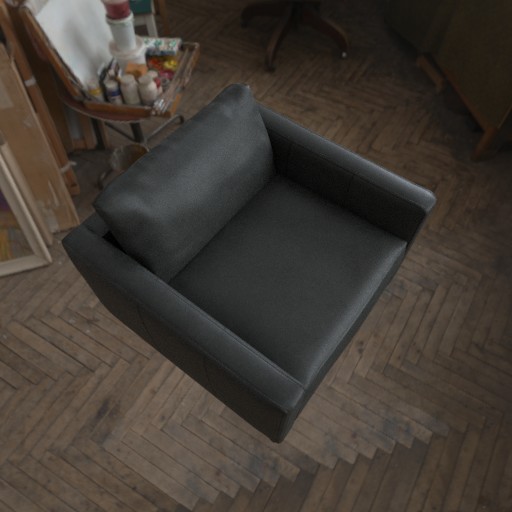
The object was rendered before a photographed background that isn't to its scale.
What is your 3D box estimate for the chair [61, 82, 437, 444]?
[{"bbox_3d":[0.000,0.000,1.532,0.861,0.824,0.967,33,64,18],"label":"chair"}]
